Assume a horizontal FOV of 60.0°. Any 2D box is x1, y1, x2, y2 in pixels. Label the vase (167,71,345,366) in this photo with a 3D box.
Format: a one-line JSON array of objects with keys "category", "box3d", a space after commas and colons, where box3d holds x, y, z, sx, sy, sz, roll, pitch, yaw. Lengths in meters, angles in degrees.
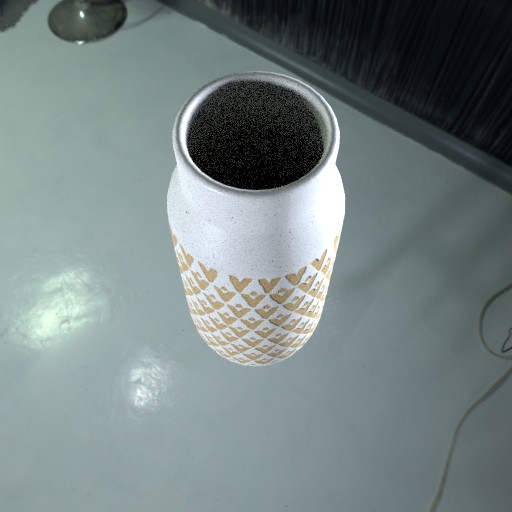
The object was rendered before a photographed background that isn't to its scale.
[{"category": "vase", "box3d": [0.000, 0.000, 0.375, 0.137, 0.307, 0.137, 0, 63, 0]}]
